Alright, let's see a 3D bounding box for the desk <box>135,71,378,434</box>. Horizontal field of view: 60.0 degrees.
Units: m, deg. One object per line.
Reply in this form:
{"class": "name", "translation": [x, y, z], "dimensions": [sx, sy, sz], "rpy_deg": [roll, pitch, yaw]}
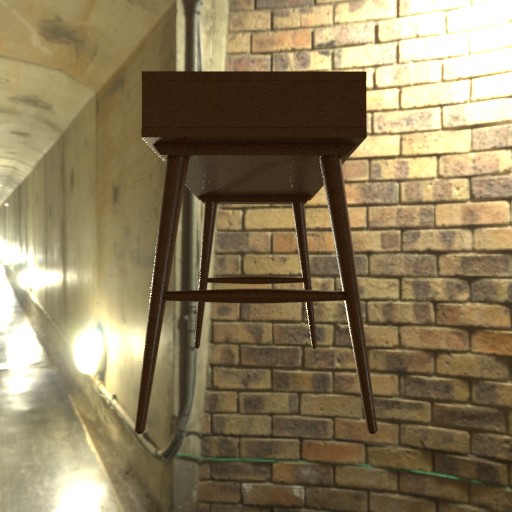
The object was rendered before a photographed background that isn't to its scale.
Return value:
{"class": "desk", "translation": [0.000, 0.000, 1.393], "dimensions": [0.510, 0.758, 0.949], "rpy_deg": [0, -1, 0]}
